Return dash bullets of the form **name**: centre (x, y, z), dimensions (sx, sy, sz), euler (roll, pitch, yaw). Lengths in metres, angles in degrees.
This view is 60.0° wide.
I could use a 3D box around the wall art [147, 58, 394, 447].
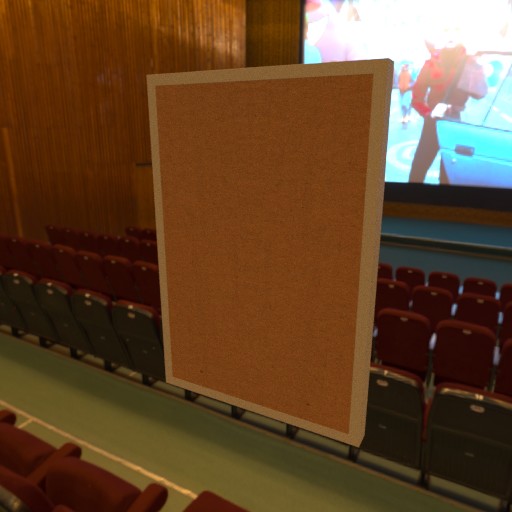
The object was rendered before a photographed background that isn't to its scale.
- **wall art**: centre (0.000, 0.000, 0.547), dimensions (0.293, 0.428, 0.025), euler (9, 18, 27)
